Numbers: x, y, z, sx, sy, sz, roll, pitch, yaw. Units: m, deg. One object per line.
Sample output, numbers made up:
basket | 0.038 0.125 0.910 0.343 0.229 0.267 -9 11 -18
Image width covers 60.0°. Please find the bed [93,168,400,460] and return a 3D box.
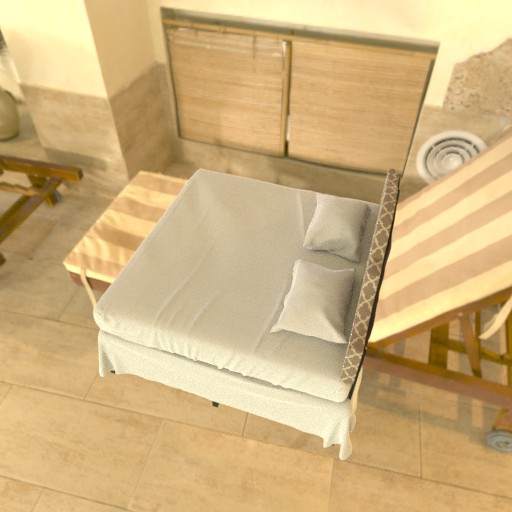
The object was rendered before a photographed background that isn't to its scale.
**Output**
bed | 0.000 0.000 3.741 2.222 1.601 2.314 14 47 13
